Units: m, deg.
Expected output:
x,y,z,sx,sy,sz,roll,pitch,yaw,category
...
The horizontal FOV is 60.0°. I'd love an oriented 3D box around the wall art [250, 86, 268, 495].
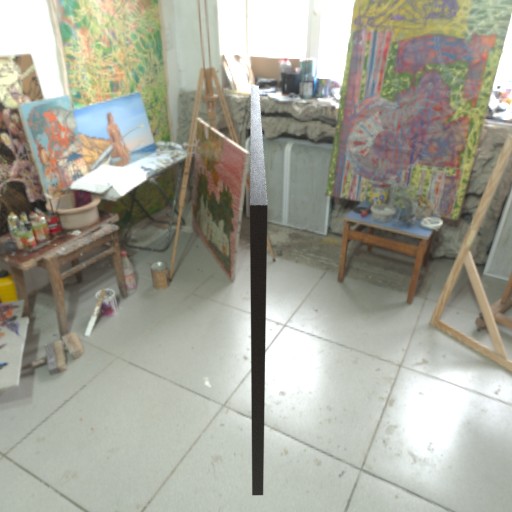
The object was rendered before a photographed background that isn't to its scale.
x,y,z,sx,sy,sz,roll,pitch,yaw,category
0.000,0.000,1.602,0.034,0.952,1.207,0,31,0,wall art
